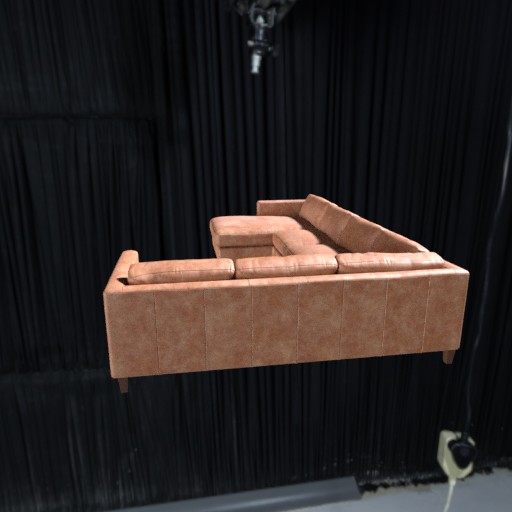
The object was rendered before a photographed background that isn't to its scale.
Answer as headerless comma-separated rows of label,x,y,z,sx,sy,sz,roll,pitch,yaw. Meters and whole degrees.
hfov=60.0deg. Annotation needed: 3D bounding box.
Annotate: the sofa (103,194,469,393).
sofa,0.000,0.000,4.539,2.430,0.832,3.401,-3,16,-9
